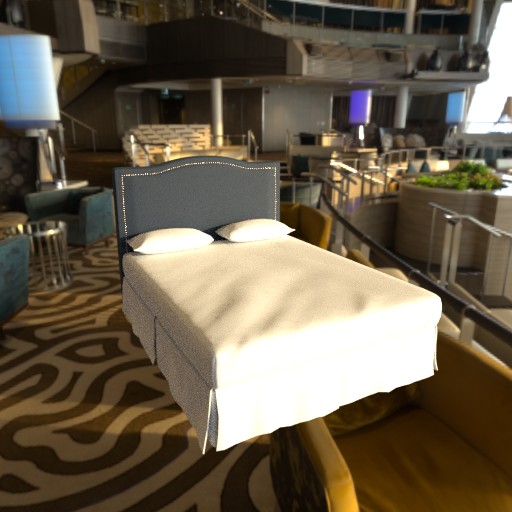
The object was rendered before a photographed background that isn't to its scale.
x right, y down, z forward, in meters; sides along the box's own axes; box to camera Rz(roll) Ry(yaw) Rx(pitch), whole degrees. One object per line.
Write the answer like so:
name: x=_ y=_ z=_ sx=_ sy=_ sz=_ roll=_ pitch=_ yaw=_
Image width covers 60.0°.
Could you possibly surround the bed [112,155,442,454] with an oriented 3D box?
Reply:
bed: x=0.000 y=0.000 z=3.527 sx=1.821 sy=1.436 sz=2.282 roll=-9 pitch=19 yaw=-27
